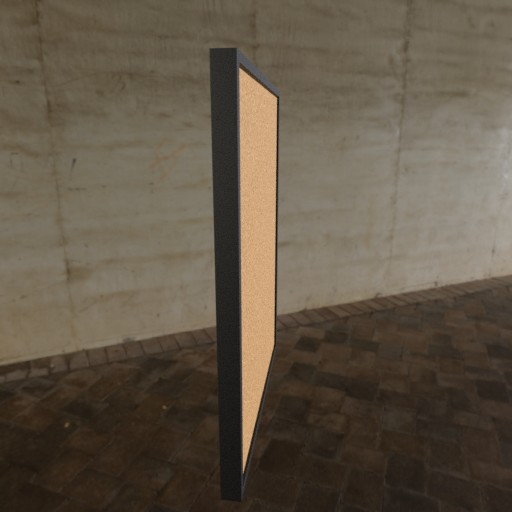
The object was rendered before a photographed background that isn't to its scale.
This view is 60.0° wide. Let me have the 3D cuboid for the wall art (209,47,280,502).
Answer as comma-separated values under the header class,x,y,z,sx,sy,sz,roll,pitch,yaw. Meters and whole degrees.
class,x,y,z,sx,sy,sz,roll,pitch,yaw
wall art,0.000,0.000,0.740,0.029,0.559,0.457,2,15,8
